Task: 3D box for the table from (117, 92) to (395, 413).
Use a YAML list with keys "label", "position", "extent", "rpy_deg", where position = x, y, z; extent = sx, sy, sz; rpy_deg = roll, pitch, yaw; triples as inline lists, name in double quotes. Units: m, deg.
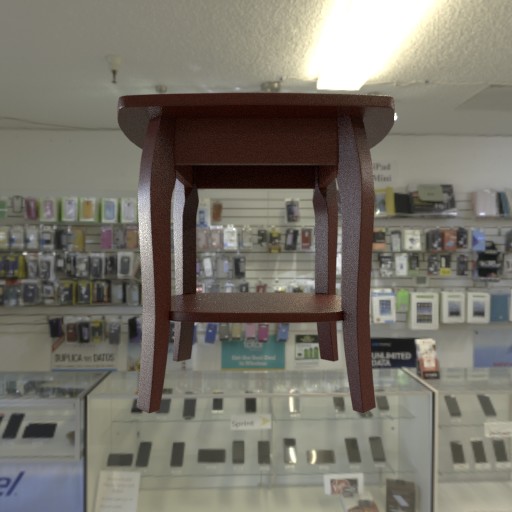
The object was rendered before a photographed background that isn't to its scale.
- label: "table"
  position: [0.000, 0.000, 0.884]
  extent: [0.502, 0.496, 0.433]
  rpy_deg: [0, 0, 0]
